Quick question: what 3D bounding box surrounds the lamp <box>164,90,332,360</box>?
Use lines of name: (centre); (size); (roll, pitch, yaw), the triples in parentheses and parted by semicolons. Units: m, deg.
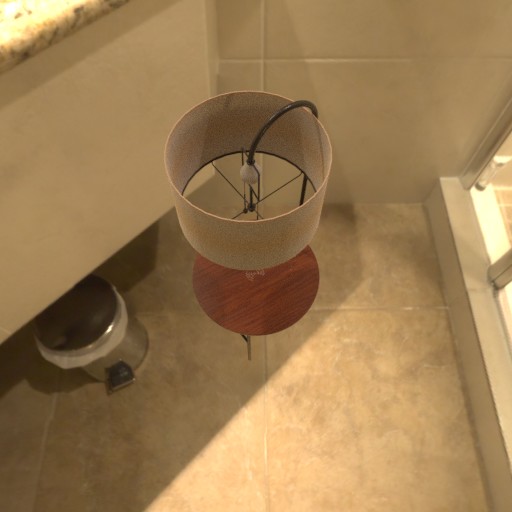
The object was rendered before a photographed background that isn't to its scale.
lamp: (0.000, 0.000, 1.848); (0.573, 1.517, 0.573); (0, 63, 0)
